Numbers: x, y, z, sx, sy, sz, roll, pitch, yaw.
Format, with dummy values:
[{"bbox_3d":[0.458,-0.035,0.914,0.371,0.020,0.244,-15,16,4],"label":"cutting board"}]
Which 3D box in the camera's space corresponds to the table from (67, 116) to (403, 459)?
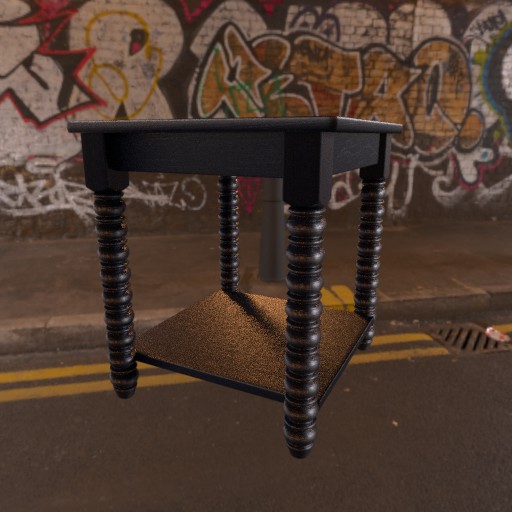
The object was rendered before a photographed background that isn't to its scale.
[{"bbox_3d":[0.000,0.000,0.986,0.500,0.567,0.533,8,17,26],"label":"table"}]
